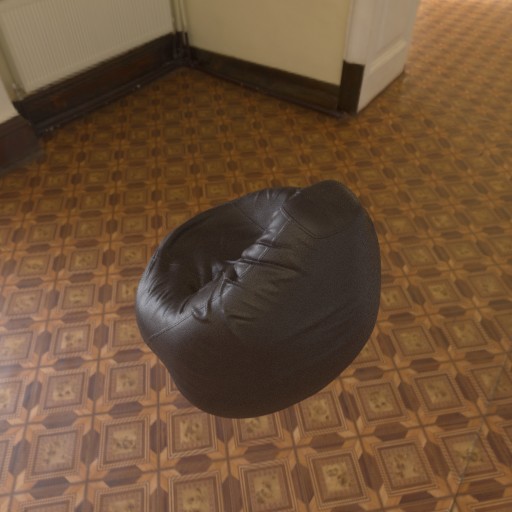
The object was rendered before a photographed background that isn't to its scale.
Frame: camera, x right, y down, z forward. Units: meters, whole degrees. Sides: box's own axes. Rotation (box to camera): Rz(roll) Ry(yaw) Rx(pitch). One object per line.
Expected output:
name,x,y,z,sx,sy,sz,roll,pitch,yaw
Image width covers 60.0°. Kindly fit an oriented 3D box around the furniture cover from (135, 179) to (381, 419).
furniture cover,0.000,0.000,1.867,1.070,0.990,1.070,-32,54,-27
